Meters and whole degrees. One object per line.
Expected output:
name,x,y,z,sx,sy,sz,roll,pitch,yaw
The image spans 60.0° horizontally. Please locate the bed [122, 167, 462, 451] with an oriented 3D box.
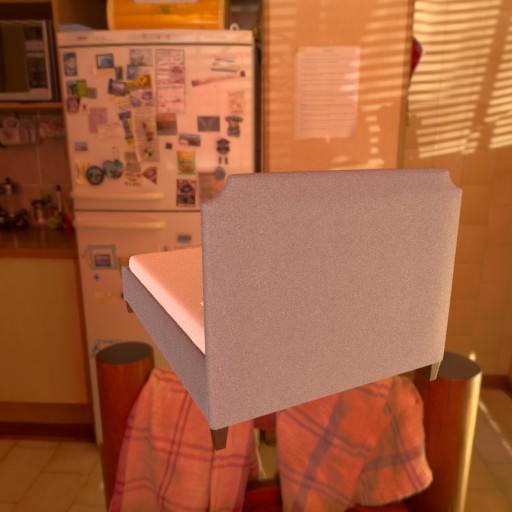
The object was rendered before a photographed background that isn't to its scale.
bed,0.000,0.000,3.504,1.712,1.443,2.372,-7,16,-26
